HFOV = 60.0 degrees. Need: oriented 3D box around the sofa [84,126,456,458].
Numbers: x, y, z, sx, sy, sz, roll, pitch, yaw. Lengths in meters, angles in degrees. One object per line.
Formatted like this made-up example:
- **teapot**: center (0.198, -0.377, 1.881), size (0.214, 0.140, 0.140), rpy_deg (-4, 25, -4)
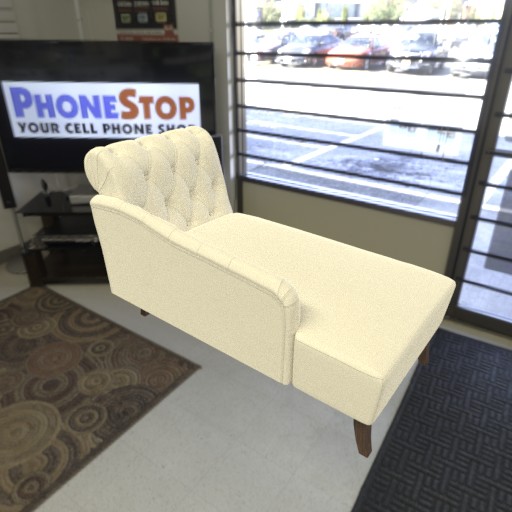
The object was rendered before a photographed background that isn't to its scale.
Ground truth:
- **sofa**: center (0.000, 0.000, 1.773), size (1.379, 0.787, 0.675), rpy_deg (20, 33, 33)
